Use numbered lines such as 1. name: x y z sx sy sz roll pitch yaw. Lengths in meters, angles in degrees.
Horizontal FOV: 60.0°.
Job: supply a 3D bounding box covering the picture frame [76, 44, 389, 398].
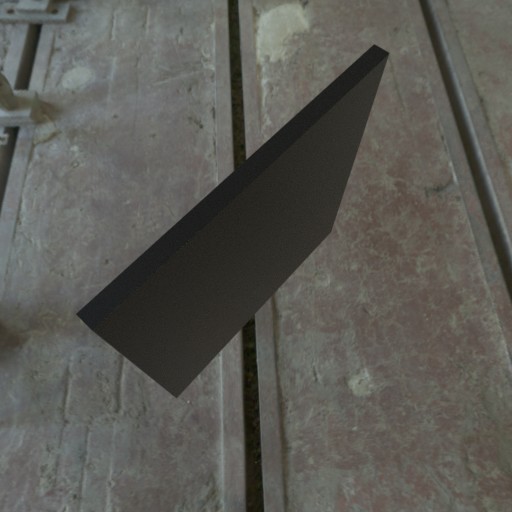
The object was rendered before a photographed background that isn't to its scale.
1. picture frame: 0.000 0.000 0.819 0.029 0.557 0.559 39 71 16
